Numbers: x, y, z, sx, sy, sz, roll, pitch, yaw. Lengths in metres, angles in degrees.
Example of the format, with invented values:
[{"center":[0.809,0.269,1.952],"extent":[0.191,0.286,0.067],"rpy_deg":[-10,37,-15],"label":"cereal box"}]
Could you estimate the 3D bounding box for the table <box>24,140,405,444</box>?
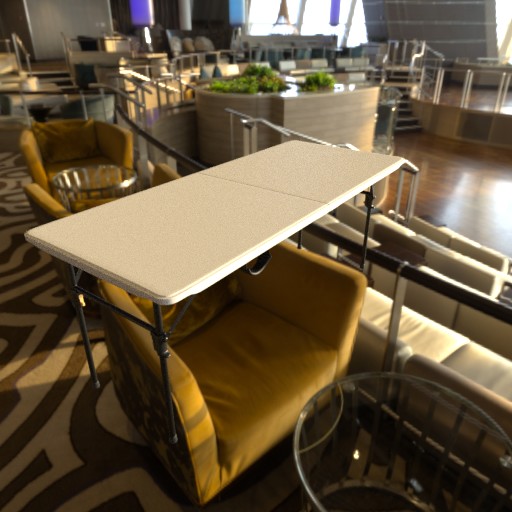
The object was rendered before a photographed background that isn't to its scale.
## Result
[{"center":[0.000,0.000,2.202],"extent":[0.761,0.719,1.829],"rpy_deg":[19,33,32],"label":"table"}]
